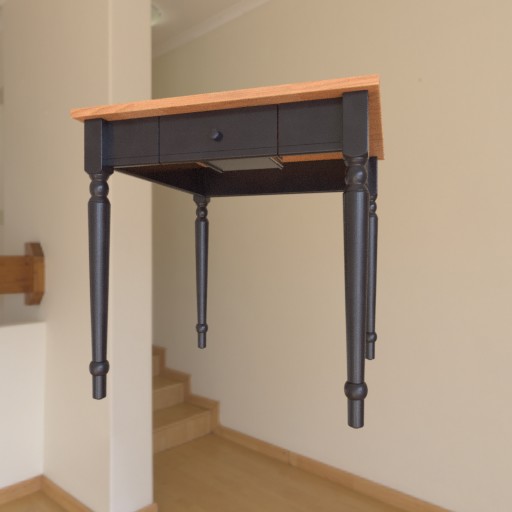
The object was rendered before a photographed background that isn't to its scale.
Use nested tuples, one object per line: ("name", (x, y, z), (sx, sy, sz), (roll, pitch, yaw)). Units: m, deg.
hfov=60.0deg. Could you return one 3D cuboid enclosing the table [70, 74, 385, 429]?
("table", (0.000, 0.000, 1.360), (0.747, 0.738, 0.747), (0, 0, 17))
